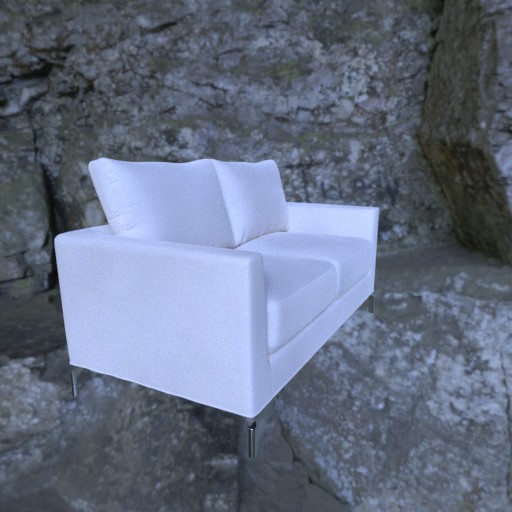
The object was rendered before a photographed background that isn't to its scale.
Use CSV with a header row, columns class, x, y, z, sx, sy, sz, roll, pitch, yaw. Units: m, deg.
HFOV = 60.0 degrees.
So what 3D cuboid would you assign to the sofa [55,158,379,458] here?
class,x,y,z,sx,sy,sz,roll,pitch,yaw
sofa,0.000,0.000,2.322,0.906,0.995,1.739,6,13,27
